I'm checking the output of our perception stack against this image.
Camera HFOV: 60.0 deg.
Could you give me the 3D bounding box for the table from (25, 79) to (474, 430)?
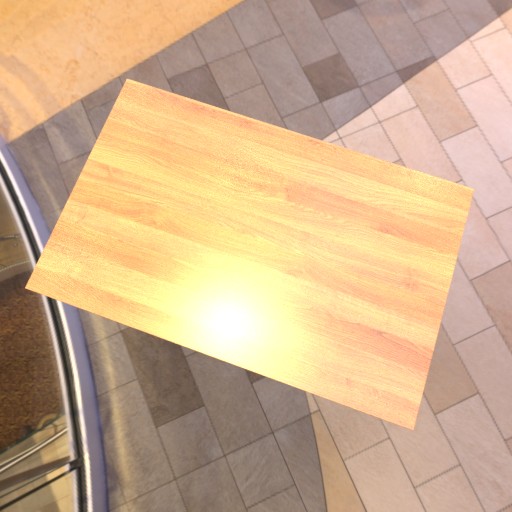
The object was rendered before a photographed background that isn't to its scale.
[{"bbox_3d":[0.000,0.000,1.468,1.100,0.442,0.700,19,77,5],"label":"table"}]
